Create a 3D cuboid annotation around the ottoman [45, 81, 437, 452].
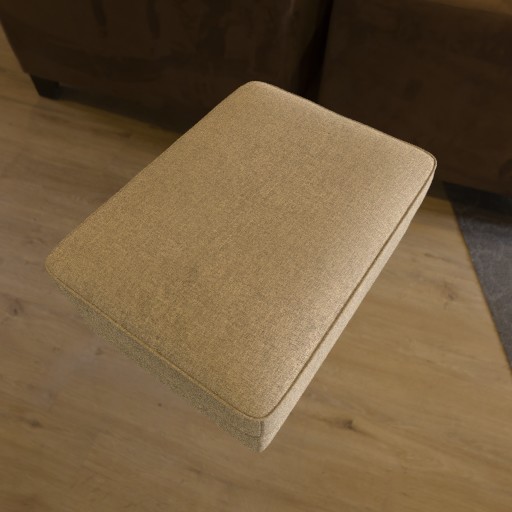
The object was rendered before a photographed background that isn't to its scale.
[{"bbox_3d":[0.000,0.000,1.305,0.661,0.561,0.889,30,62,18],"label":"ottoman"}]
